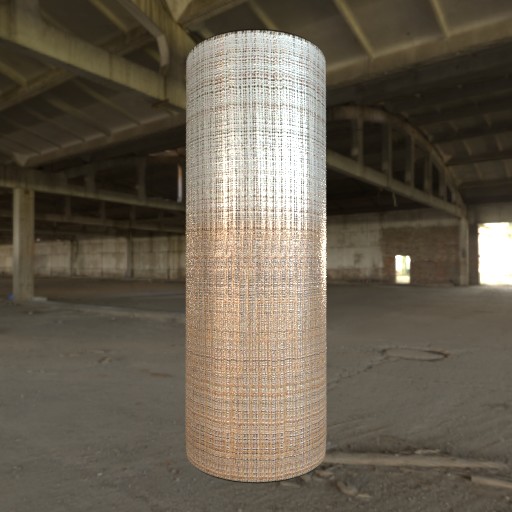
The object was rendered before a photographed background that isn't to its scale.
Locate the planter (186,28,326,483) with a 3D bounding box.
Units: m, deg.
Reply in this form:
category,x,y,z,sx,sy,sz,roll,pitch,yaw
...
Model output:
category,x,y,z,sx,sy,sz,roll,pitch,yaw
planter,0.000,0.000,0.317,0.099,0.278,0.099,-1,-1,36
